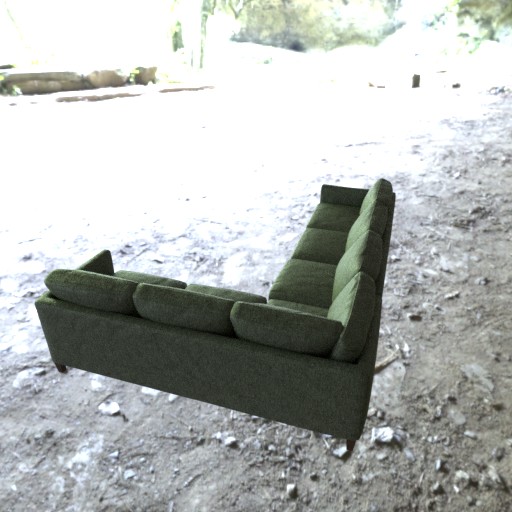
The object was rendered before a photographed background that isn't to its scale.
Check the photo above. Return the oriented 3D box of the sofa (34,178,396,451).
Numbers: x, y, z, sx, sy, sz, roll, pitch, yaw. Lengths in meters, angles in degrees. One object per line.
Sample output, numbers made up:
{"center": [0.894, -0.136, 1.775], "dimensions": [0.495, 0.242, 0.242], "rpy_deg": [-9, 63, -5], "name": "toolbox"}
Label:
{"center": [0.000, 0.000, 4.525], "dimensions": [2.593, 0.947, 3.302], "rpy_deg": [9, 31, 16], "name": "sofa"}
